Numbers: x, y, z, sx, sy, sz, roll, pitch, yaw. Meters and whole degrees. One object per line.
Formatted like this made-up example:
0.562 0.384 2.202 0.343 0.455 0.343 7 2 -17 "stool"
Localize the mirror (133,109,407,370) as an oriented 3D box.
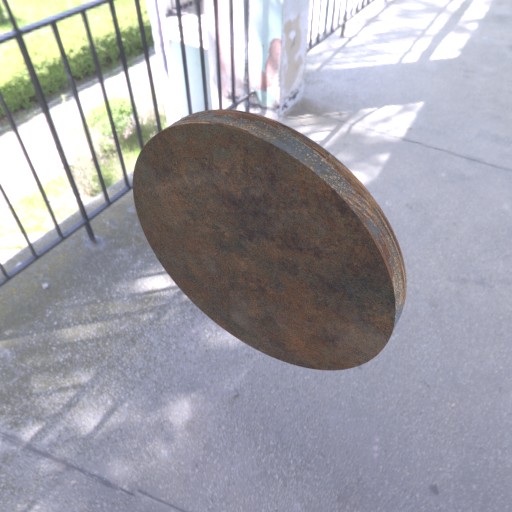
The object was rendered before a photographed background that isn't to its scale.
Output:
0.000 0.000 0.878 0.585 0.585 0.061 25 52 22 "mirror"
